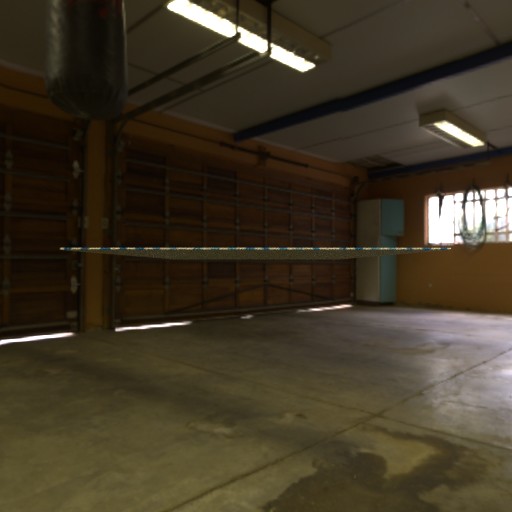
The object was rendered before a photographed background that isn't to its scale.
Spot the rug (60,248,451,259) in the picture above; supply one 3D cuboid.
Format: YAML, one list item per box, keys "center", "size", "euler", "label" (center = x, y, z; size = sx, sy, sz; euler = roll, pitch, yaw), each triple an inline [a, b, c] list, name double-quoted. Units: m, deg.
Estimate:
- center: [0.000, 0.000, 2.944]
  size: [1.531, 0.008, 2.439]
  euler: [0, -1, 0]
  label: "rug"
